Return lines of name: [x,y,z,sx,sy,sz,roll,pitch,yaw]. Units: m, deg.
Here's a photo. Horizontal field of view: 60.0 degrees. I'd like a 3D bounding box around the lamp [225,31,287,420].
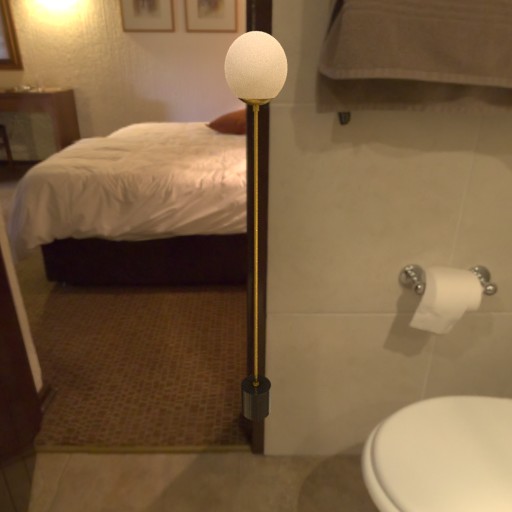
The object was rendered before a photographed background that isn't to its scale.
lamp: [0.000,0.000,1.931,0.229,1.748,0.229,-18,30,-34]
